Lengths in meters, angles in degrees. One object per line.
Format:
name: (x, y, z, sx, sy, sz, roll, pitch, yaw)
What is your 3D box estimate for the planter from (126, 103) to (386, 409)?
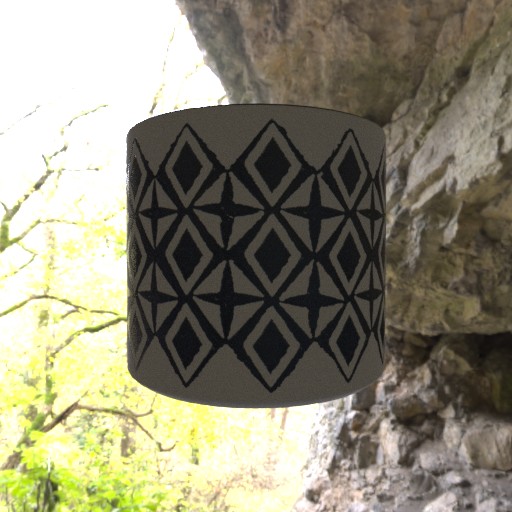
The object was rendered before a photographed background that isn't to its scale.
planter: (0.000, 0.000, 0.323, 0.182, 0.165, 0.182, 0, 1, 0)
